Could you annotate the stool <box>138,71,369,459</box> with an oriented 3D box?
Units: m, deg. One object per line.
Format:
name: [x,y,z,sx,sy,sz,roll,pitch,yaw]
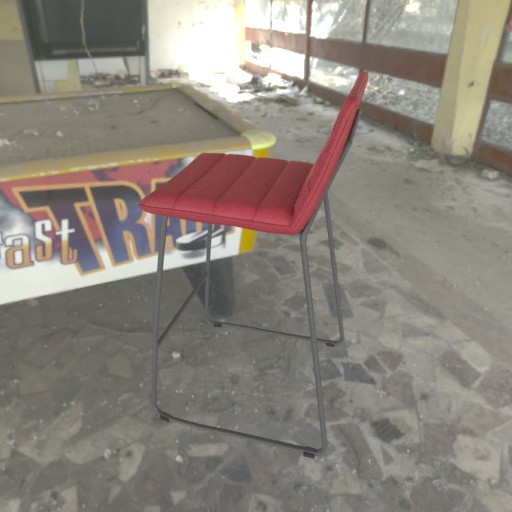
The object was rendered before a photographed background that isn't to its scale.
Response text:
stool: [0.000,0.000,1.233,0.524,0.937,0.489,8,31,13]
